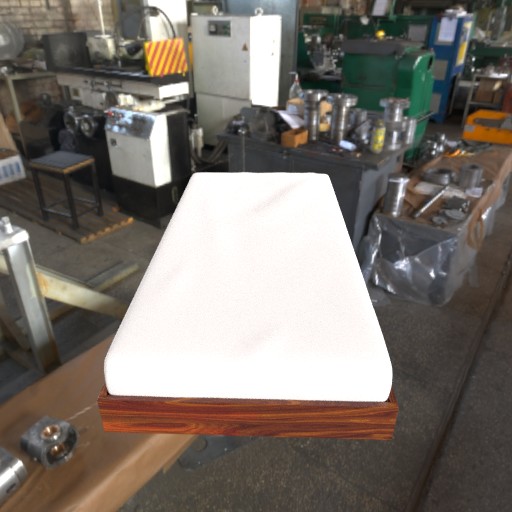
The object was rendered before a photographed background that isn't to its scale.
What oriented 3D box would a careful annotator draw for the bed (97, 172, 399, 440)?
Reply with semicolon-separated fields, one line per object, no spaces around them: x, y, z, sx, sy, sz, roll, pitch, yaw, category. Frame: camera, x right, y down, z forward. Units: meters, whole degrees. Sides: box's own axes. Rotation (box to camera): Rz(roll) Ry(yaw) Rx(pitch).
0.000;0.000;2.187;0.940;0.312;1.860;1;29;2;bed
